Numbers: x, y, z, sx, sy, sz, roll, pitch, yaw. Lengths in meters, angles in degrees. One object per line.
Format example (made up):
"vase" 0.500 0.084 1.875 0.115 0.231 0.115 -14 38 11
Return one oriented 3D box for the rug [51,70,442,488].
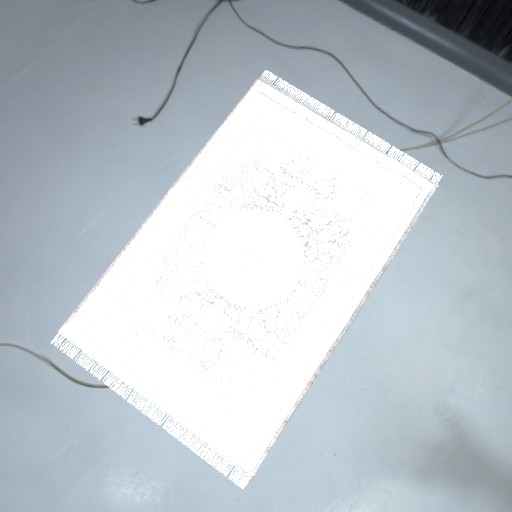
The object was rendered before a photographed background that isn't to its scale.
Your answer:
"rug" 0.000 0.000 2.976 1.528 0.010 2.440 34 79 8
